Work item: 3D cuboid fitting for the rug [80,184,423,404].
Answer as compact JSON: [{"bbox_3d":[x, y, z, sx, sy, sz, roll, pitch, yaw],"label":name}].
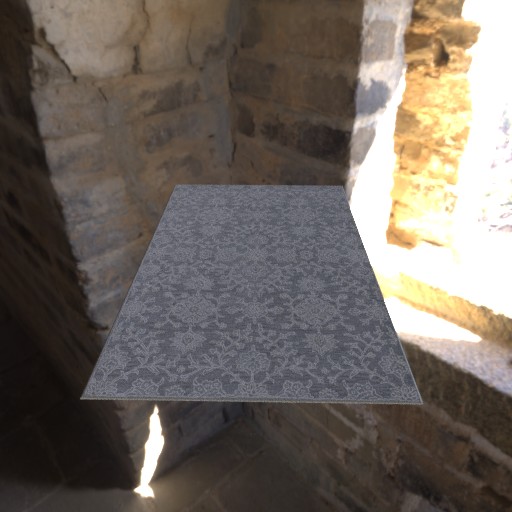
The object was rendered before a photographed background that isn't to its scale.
[{"bbox_3d":[0.000,0.000,2.988,1.515,0.010,2.430,1,32,1],"label":"rug"}]
